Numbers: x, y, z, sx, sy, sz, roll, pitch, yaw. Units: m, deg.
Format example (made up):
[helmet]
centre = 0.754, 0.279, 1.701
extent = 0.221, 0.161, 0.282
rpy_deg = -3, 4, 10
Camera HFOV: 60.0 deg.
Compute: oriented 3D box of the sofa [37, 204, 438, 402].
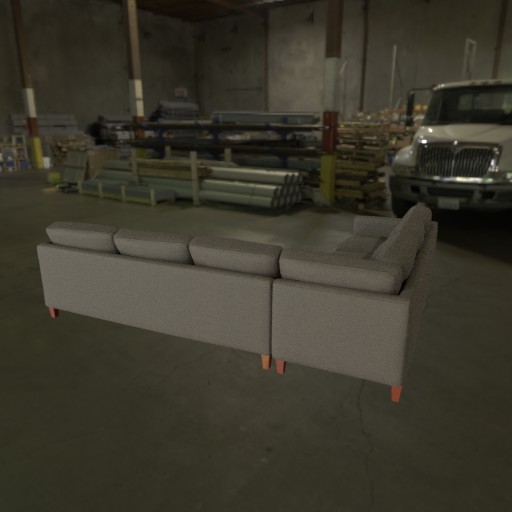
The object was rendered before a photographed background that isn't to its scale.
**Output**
[sofa]
centre = 0.000, 0.000, 4.535
extent = 3.302, 0.947, 2.593
rpy_deg = 8, 18, 24
